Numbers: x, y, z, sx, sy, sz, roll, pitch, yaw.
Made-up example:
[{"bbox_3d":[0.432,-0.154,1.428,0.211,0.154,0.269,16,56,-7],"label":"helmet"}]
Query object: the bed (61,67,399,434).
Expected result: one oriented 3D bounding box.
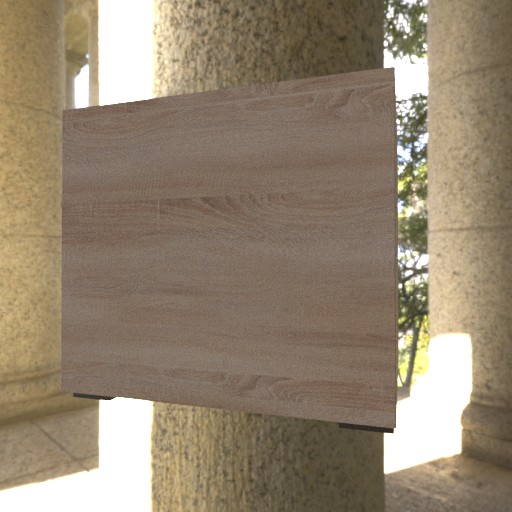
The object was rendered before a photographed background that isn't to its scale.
[{"bbox_3d":[0.000,0.000,0.757,0.460,0.420,0.401,0,-1,18],"label":"bed"}]
